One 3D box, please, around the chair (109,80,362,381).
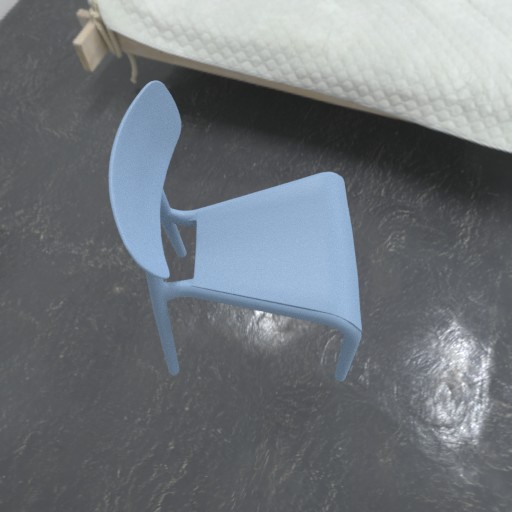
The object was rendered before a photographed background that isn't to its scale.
[{"bbox_3d":[0.000,0.000,0.816,0.401,0.580,0.356,-1,64,0],"label":"chair"}]
